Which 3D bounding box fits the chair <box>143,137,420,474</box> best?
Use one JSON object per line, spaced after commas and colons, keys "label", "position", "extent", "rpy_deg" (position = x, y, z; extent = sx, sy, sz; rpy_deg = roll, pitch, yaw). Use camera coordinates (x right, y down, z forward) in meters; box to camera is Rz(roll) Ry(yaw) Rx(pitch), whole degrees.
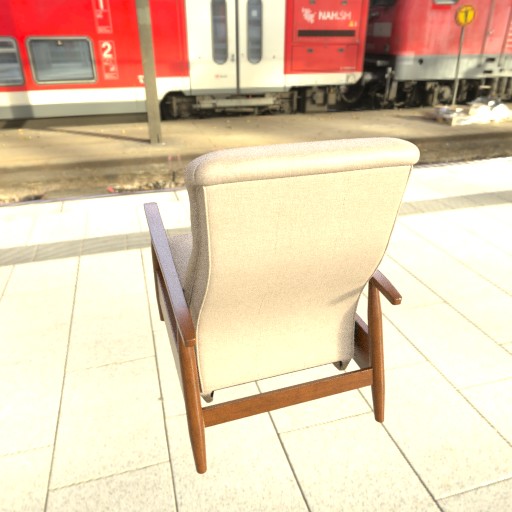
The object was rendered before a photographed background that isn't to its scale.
{"label": "chair", "position": [0.000, 0.000, 1.764], "extent": [0.762, 1.082, 1.030], "rpy_deg": [-9, 28, -16]}
